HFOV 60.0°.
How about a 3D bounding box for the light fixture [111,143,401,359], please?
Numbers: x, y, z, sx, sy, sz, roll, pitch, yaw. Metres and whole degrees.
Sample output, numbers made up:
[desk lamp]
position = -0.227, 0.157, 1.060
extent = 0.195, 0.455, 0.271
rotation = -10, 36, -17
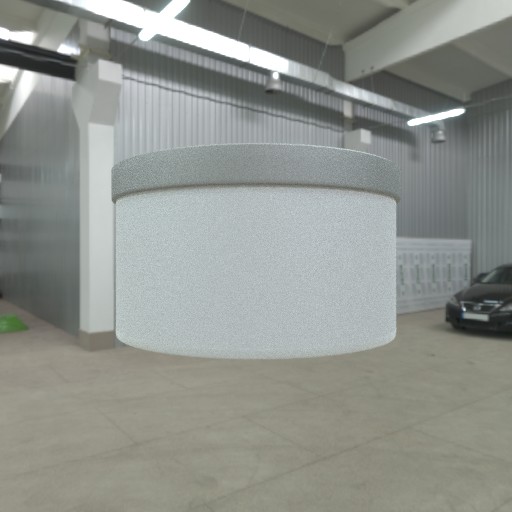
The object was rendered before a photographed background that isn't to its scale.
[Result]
[light fixture]
position = 0.000, 0.000, 0.634
extent = 0.393, 0.229, 0.393
rotation = 0, 0, 0
